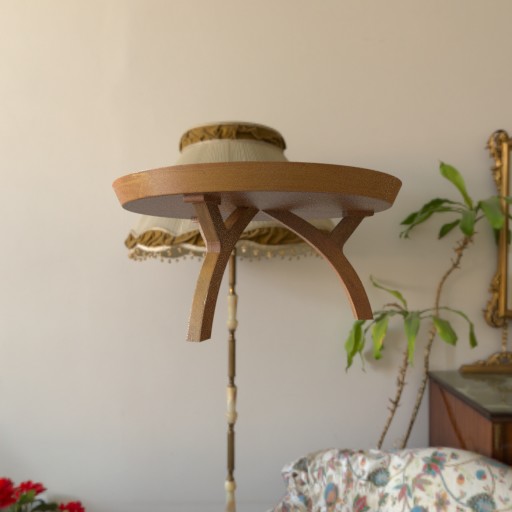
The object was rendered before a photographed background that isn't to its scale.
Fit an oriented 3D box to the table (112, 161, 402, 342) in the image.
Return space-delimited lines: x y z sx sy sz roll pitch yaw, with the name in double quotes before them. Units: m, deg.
"table" 0.000 0.000 1.607 1.016 0.470 1.016 0 0 0
